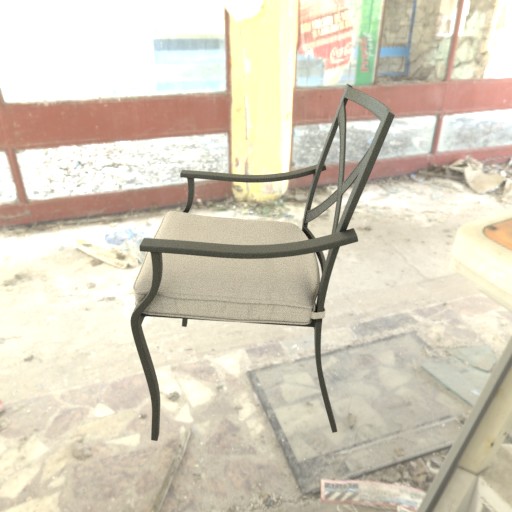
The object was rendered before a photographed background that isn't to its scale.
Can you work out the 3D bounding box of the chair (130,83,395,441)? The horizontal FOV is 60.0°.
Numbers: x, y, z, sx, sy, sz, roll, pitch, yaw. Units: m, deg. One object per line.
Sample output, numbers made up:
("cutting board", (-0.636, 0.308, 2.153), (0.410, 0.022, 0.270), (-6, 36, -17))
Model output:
("chair", (0.000, 0.000, 1.288), (0.620, 0.889, 0.575), (0, 27, 1))
